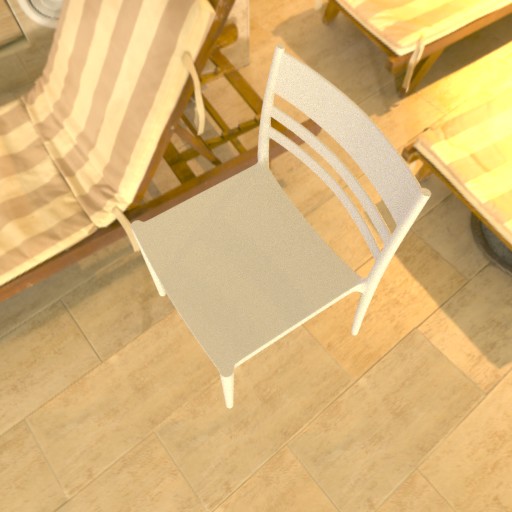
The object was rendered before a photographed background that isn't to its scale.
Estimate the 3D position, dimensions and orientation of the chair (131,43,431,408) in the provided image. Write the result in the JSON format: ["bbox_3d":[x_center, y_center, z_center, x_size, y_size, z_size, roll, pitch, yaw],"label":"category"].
[{"bbox_3d":[0.000,0.000,1.169,0.511,0.800,0.531,-30,67,-14],"label":"chair"}]
